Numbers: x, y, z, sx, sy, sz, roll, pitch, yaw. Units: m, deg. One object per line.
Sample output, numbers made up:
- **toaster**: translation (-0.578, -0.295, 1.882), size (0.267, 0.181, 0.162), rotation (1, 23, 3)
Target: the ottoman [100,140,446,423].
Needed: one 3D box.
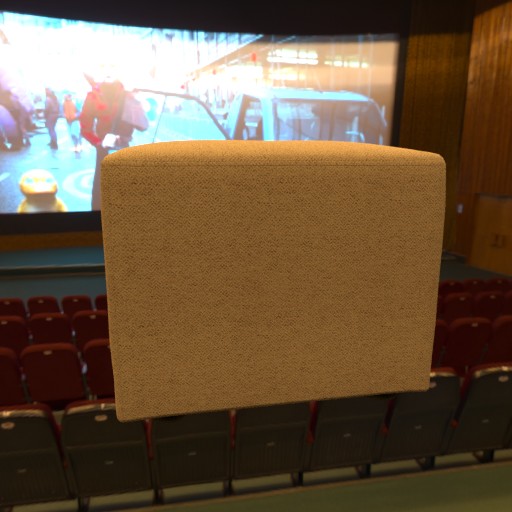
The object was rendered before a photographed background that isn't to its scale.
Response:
- **ottoman**: translation (0.000, 0.000, 0.900), size (0.521, 0.453, 0.512), rotation (-2, 13, -10)
